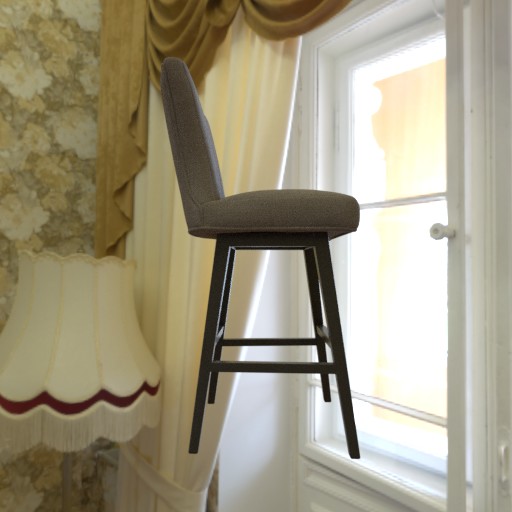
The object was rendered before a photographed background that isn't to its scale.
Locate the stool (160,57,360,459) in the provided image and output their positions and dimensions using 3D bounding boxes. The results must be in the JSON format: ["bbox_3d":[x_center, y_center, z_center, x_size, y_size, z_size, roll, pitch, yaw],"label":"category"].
[{"bbox_3d":[0.000,0.000,1.439,0.574,1.086,0.514,0,-1,1],"label":"stool"}]
